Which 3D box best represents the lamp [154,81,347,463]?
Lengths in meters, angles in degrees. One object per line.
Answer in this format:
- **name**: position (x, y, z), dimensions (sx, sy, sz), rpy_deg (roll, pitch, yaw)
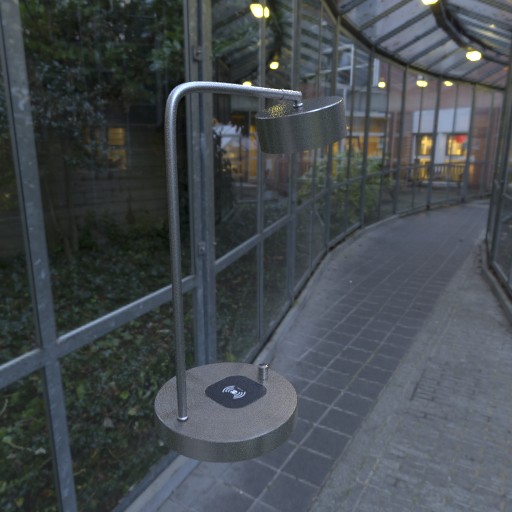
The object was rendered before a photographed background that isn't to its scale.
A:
- **lamp**: position (0.000, 0.000, 0.650), dimensions (0.334, 0.469, 0.211), rpy_deg (-13, 19, -43)
